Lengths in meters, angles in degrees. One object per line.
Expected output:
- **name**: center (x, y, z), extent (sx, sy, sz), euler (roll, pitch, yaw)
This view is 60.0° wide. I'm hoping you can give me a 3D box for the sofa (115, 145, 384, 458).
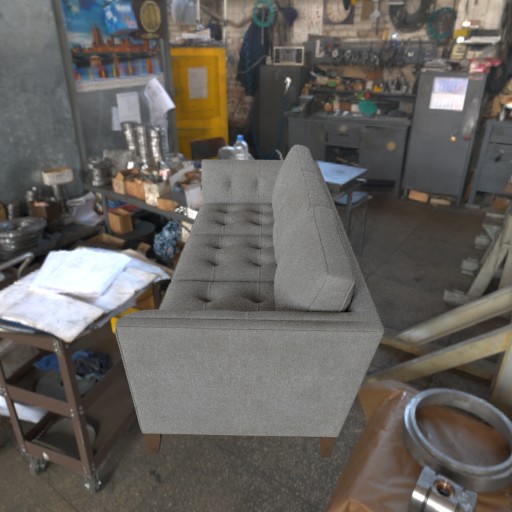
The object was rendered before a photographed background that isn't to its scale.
- **sofa**: center (0.000, 0.000, 2.759), extent (0.965, 0.940, 2.387), euler (1, 26, 1)
